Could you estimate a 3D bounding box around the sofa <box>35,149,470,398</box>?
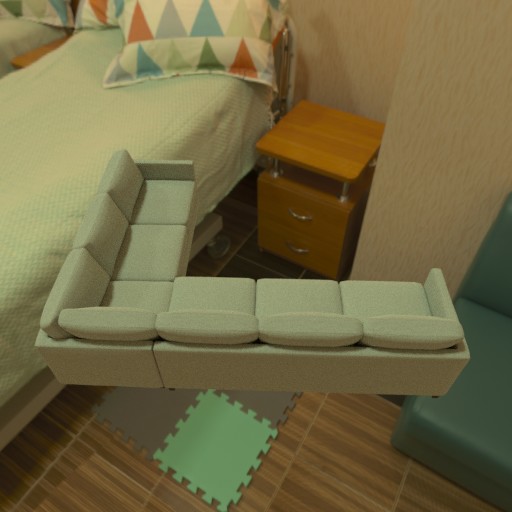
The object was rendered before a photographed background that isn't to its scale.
[{"bbox_3d":[0.000,0.000,4.342,3.333,0.934,2.522,1,47,1],"label":"sofa"}]
